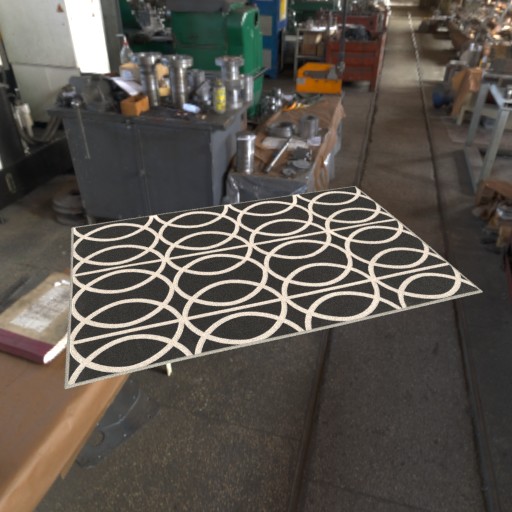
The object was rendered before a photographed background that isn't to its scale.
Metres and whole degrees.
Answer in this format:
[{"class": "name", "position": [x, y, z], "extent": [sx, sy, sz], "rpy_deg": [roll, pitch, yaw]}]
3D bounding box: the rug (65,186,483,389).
[{"class": "rug", "position": [0.000, 0.000, 2.879], "extent": [2.294, 0.014, 1.528], "rpy_deg": [-10, 35, -15]}]
